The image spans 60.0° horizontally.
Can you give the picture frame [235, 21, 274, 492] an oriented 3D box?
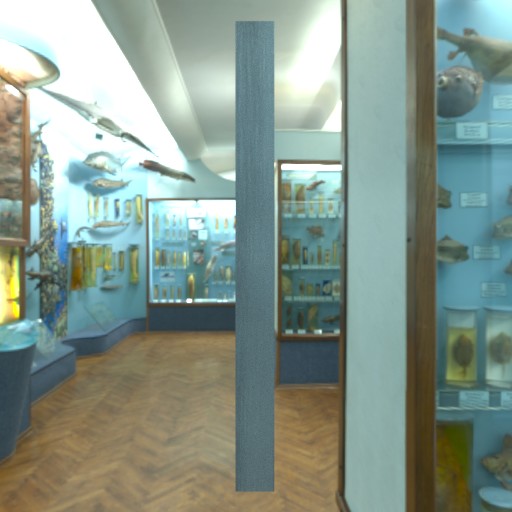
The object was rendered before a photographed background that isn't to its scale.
[{"bbox_3d":[0.000,0.000,0.747,0.046,0.555,0.449,0,0,0],"label":"picture frame"}]
